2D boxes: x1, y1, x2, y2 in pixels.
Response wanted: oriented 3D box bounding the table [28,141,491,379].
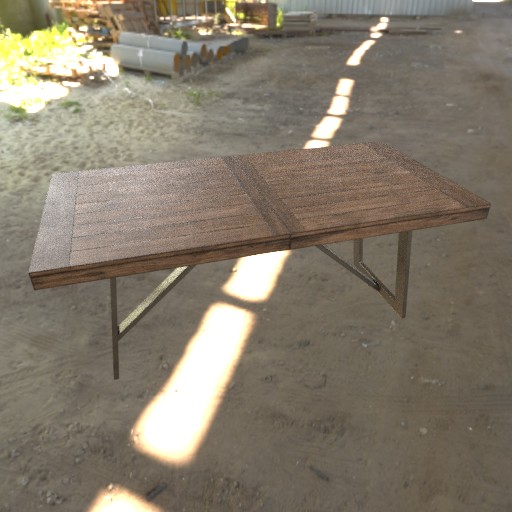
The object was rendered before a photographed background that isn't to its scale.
[{"bbox_3d":[0.000,0.000,2.286,1.867,0.757,0.931,-9,33,-14],"label":"table"}]
